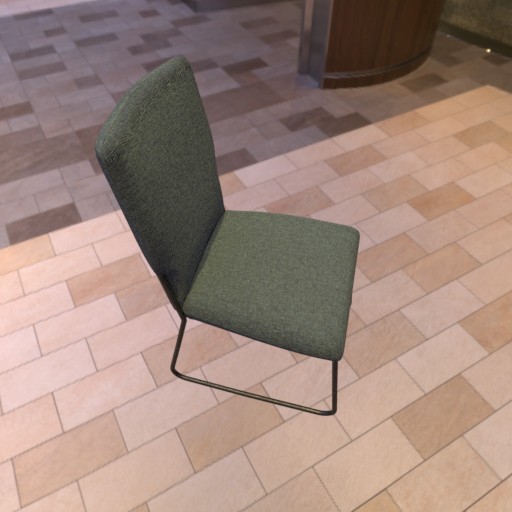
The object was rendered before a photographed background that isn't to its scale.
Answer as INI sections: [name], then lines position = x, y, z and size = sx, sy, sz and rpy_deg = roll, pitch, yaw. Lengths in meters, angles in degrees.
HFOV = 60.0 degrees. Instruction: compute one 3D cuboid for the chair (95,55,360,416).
[chair]
position = 0.000, 0.000, 1.279
size = 0.635, 0.931, 0.480
rpy_deg = 11, 49, 9
